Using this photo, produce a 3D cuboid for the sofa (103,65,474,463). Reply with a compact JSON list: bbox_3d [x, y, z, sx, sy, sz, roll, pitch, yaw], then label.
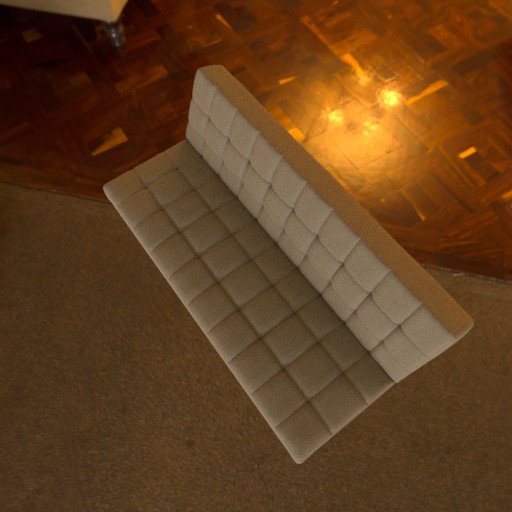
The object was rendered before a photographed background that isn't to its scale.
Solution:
[{"bbox_3d":[0.000,0.000,2.267,0.860,0.810,1.800,-34,69,-15],"label":"sofa"}]
